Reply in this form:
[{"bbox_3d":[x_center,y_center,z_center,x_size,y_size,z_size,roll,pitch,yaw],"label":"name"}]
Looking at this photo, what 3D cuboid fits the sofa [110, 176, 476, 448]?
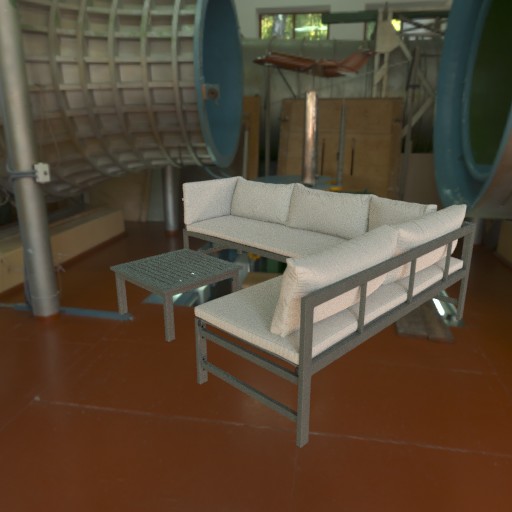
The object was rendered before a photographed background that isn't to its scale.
[{"bbox_3d":[0.000,0.000,2.878,2.096,0.758,1.658,16,23,42],"label":"sofa"}]
